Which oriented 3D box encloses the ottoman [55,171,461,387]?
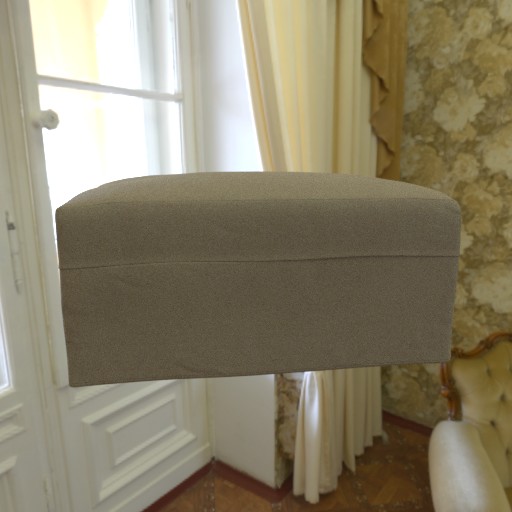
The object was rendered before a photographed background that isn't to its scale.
[{"bbox_3d":[0.000,0.000,1.201,0.872,0.444,0.590,-2,13,-7],"label":"ottoman"}]
